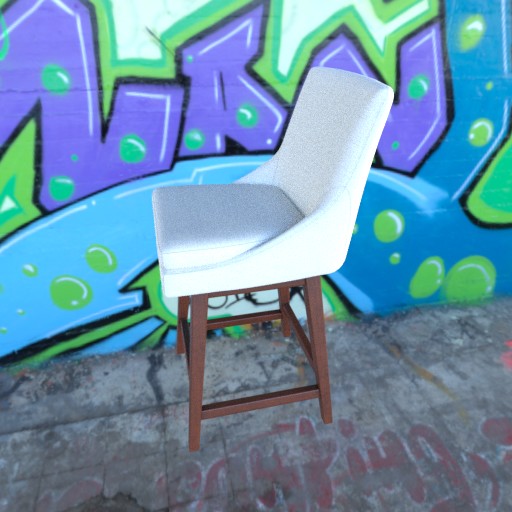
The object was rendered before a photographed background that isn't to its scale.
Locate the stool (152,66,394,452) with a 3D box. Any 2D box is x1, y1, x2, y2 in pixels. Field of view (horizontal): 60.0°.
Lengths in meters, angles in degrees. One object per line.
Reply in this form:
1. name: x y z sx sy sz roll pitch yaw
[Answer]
1. stool: 0.000 0.000 1.308 0.559 0.991 0.469 -7 30 -12
